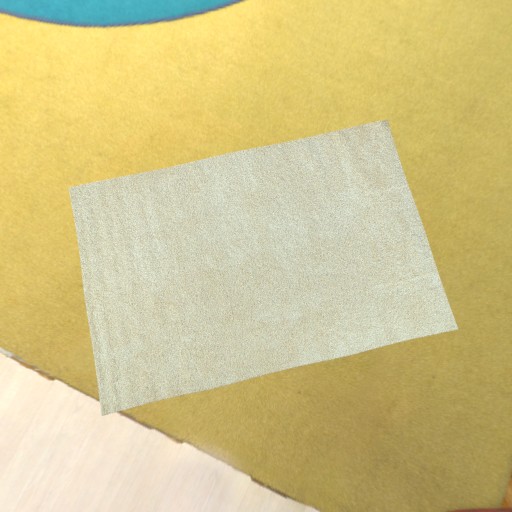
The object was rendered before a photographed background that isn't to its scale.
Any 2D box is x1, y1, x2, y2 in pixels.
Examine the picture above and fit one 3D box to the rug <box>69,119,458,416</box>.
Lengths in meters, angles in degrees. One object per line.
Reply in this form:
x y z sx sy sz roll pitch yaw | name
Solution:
0.000 0.000 3.469 2.699 0.025 1.800 -13 77 -3 | rug
